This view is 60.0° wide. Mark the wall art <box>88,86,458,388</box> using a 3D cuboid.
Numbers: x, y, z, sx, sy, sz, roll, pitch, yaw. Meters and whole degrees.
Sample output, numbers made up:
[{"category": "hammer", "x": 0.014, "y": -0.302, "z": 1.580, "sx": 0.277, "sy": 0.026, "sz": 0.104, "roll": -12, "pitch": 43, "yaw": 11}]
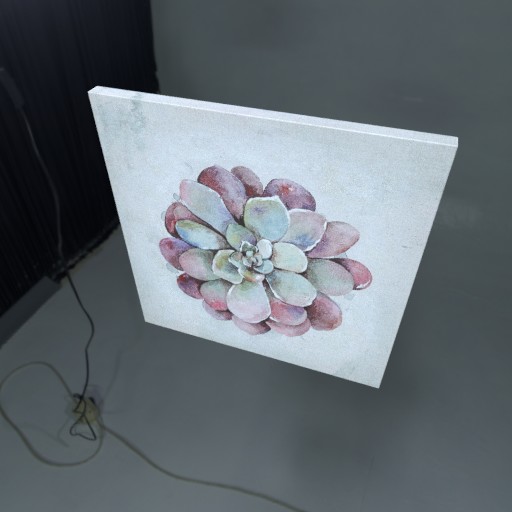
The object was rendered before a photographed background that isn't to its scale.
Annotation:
[{"category": "wall art", "x": 0.000, "y": 0.000, "z": 1.134, "sx": 0.762, "sy": 0.762, "sz": 0.041, "roll": 13, "pitch": 43, "yaw": 14}]
